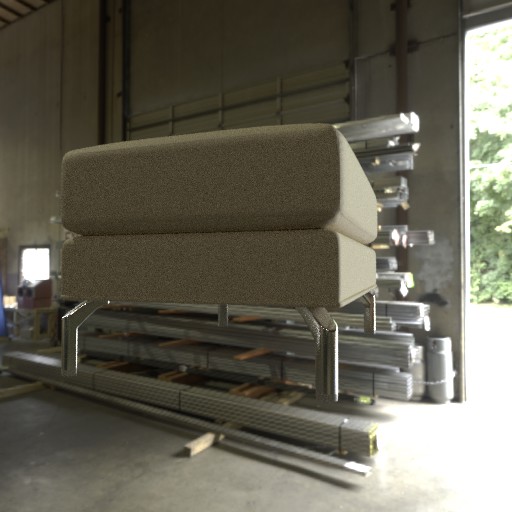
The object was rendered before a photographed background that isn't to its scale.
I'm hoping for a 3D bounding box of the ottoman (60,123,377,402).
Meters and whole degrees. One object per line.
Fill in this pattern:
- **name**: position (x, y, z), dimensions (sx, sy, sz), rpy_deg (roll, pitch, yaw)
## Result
- **ottoman**: position (0.000, 0.000, 1.190), dimensions (0.581, 0.497, 0.835), rpy_deg (0, -1, 19)
